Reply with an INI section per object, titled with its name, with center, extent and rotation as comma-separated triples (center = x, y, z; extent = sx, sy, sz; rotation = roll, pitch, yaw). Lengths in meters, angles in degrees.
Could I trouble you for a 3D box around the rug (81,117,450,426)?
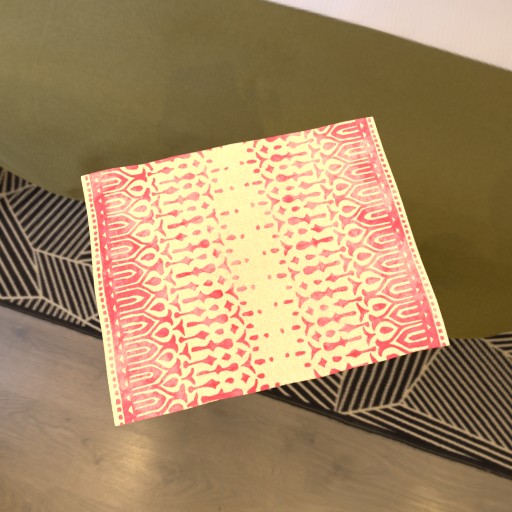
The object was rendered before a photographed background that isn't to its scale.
[rug]
center = 0.000, 0.000, 4.248
extent = 3.095, 0.016, 2.441
rotation = -12, 75, -3
